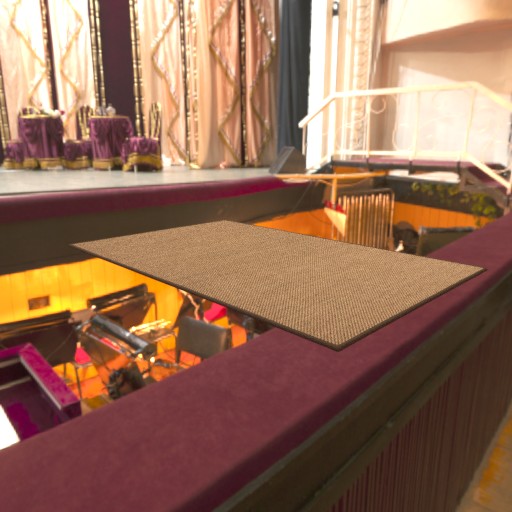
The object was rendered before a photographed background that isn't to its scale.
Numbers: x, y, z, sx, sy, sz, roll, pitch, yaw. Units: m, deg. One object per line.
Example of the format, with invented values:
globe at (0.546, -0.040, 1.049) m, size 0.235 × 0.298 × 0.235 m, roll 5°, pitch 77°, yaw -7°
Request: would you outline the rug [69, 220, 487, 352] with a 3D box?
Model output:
rug at (0.000, 0.000, 2.061) m, size 1.067 × 0.013 × 1.676 m, roll -14°, pitch 20°, yaw -43°
